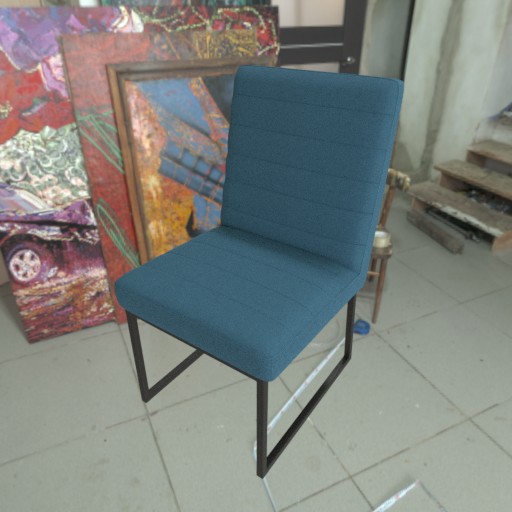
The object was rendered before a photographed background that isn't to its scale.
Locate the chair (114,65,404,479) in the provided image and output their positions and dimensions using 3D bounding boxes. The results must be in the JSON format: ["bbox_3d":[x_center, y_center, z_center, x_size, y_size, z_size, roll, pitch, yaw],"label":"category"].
[{"bbox_3d":[0.000,0.000,1.265,0.520,0.930,0.634,19,35,30],"label":"chair"}]
